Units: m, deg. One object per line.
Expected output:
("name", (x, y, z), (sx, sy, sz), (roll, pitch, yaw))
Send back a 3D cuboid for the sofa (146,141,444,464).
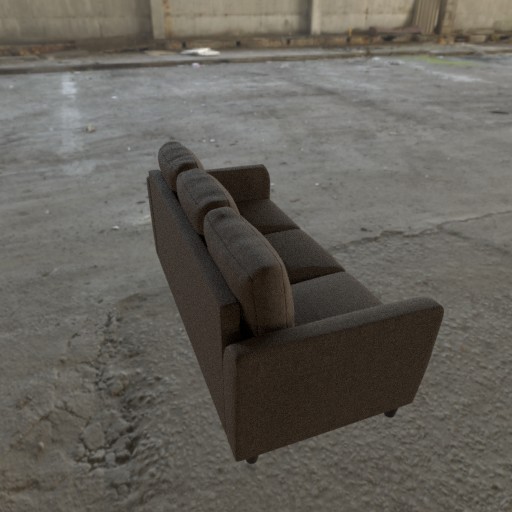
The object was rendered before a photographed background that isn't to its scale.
("sofa", (0.000, 0.000, 2.340), (0.837, 0.891, 1.847), (-11, 31, -18))
